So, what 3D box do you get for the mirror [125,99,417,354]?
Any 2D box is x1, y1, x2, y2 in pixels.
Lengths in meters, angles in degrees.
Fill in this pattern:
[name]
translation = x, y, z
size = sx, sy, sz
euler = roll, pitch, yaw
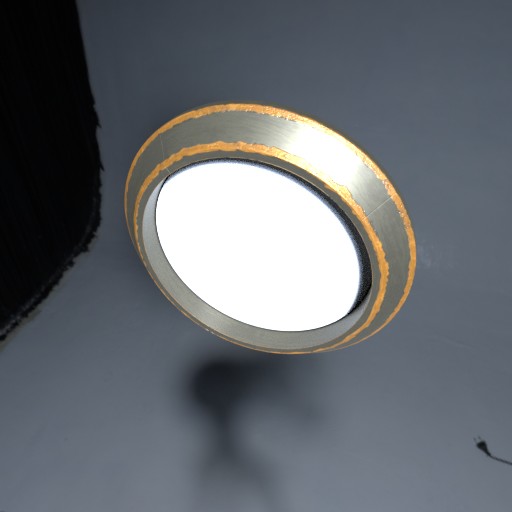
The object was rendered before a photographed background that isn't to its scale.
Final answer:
[mirror]
translation = 0.000, 0.000, 1.337
size = 0.907, 0.907, 0.111
euler = 12, 41, 14
